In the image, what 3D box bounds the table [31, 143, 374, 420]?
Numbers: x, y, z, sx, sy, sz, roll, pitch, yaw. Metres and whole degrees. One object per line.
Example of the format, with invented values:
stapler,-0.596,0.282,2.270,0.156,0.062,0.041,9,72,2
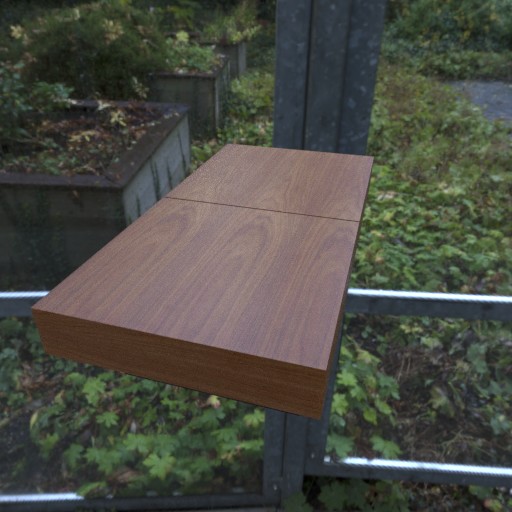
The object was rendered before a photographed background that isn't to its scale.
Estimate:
table,0.000,0.000,1.411,0.610,0.330,1.194,9,32,14
